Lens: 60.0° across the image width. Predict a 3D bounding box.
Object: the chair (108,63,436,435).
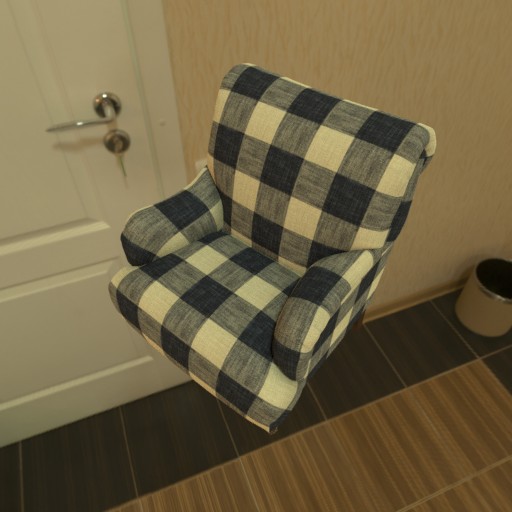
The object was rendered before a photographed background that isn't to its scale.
[{"bbox_3d":[0.000,0.000,1.566,0.781,0.953,0.848,31,54,26],"label":"chair"}]
